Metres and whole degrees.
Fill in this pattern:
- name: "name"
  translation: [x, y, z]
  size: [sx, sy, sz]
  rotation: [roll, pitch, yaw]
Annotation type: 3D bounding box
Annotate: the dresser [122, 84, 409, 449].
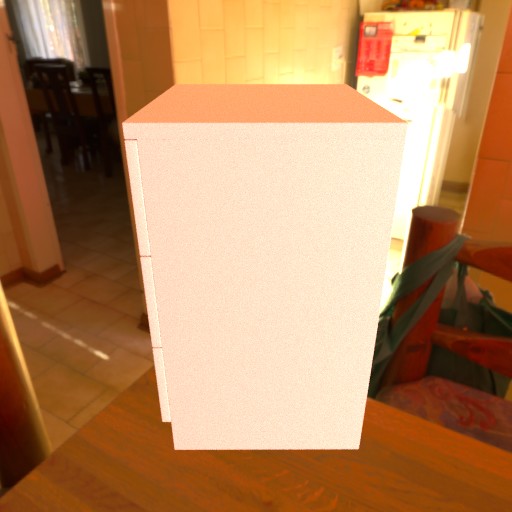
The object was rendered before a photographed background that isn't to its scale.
- name: "dresser"
  translation: [0.000, 0.000, 0.829]
  size: [0.360, 0.560, 0.400]
  rotation: [0, 27, 0]
